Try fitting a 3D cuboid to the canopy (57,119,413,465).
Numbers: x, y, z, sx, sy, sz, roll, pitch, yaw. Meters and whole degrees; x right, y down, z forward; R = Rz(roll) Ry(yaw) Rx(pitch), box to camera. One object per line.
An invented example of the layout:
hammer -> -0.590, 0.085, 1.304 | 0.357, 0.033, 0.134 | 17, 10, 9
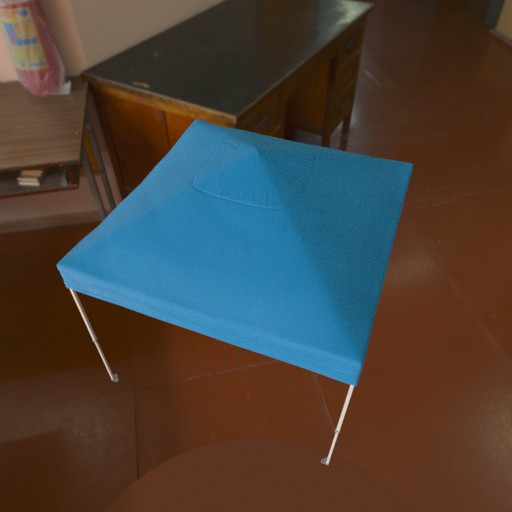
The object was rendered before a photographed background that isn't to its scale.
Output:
canopy -> 0.000, 0.000, 5.377 | 2.998, 2.997, 2.996 | 16, 48, 15
